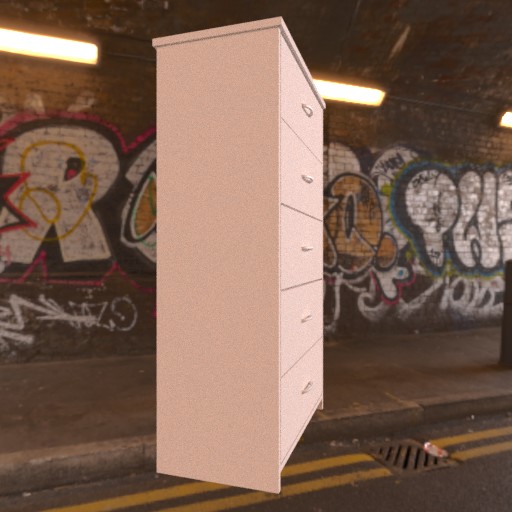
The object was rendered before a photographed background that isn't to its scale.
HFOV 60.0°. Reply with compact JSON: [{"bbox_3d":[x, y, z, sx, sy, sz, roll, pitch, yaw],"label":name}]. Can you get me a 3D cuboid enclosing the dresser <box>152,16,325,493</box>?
[{"bbox_3d":[0.000,0.000,1.553,0.399,1.255,0.704,0,0,18],"label":"dresser"}]
